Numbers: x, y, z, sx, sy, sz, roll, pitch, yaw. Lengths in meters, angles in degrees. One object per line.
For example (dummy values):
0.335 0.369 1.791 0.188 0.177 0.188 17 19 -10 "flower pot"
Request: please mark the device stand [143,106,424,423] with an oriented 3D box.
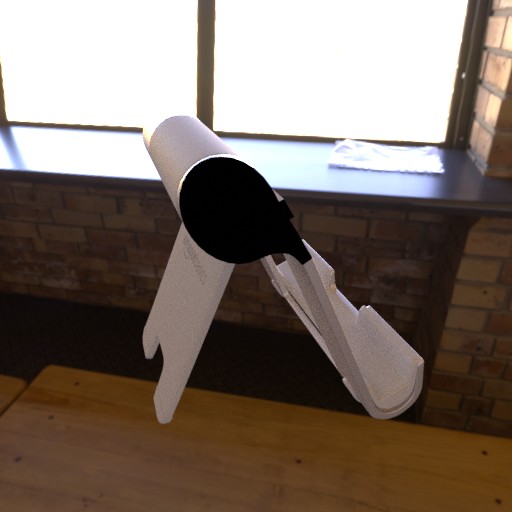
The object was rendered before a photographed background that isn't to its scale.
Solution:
0.000 0.000 0.146 0.079 0.084 0.086 -9 30 -17 "device stand"
